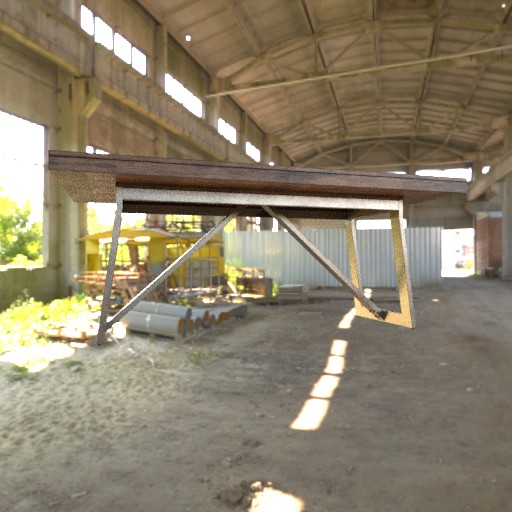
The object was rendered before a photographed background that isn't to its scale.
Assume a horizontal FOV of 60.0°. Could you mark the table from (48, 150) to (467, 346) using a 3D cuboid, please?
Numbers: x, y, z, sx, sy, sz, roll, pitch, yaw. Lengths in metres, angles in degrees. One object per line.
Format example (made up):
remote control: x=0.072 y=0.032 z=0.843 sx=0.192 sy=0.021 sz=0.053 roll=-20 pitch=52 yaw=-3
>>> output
table: x=0.000 y=0.000 z=2.329 sx=1.867 sy=0.757 sz=0.931 roll=0 pitch=-1 yaw=-17
